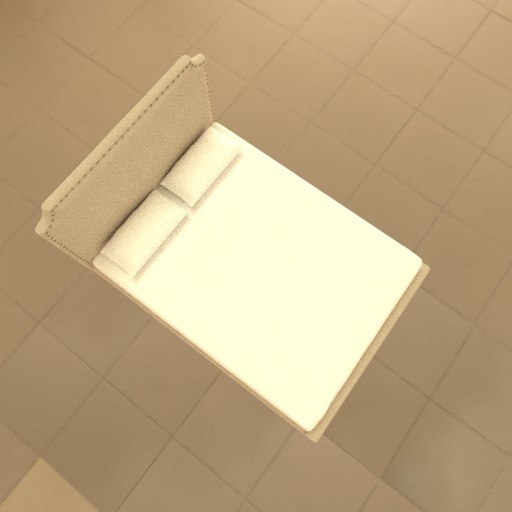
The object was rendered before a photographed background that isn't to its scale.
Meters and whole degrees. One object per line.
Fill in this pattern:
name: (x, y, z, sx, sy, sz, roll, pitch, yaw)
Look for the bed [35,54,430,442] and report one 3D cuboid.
bed: (0.000, 0.000, 3.420, 2.372, 1.443, 1.713, 36, 77, 9)
